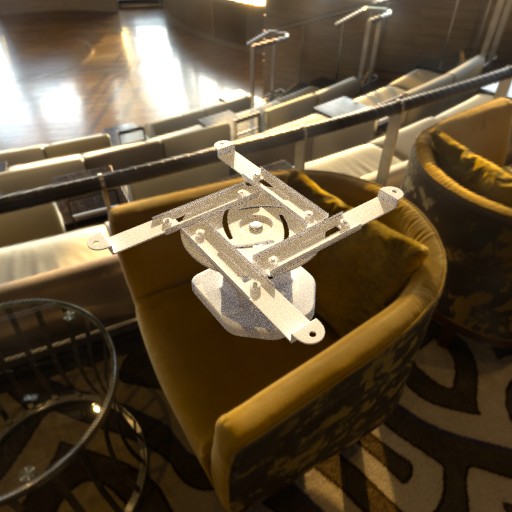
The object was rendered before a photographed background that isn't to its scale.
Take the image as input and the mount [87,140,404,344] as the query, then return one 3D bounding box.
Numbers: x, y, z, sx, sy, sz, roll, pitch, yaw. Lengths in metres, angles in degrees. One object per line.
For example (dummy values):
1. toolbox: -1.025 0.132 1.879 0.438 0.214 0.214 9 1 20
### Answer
1. mount: 0.000 0.000 0.618 0.394 0.141 0.394 -26 48 -26
